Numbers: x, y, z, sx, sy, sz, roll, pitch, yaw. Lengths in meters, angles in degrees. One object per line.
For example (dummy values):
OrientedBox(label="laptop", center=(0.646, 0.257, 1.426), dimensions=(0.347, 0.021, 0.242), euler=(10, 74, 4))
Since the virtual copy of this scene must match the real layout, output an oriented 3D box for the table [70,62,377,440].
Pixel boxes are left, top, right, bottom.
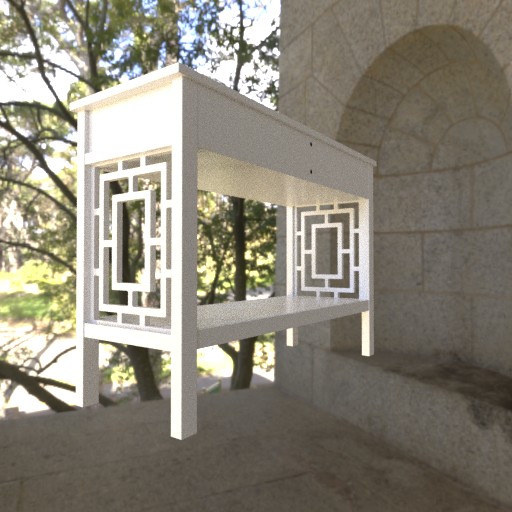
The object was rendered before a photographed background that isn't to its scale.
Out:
OrientedBox(label="table", center=(0.000, 0.000, 1.421), dimensions=(0.397, 0.753, 1.068), euler=(-1, -1, 36))
